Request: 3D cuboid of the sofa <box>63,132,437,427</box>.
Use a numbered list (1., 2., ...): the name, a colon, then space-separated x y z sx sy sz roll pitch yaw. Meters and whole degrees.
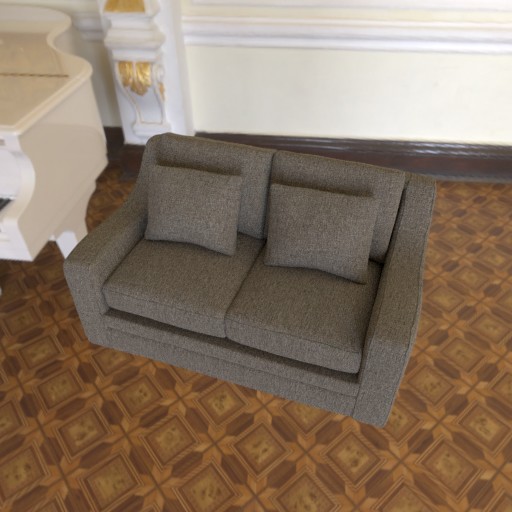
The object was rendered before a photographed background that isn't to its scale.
1. sofa: 0.000 0.000 2.487 1.778 0.991 1.120 12 42 14
